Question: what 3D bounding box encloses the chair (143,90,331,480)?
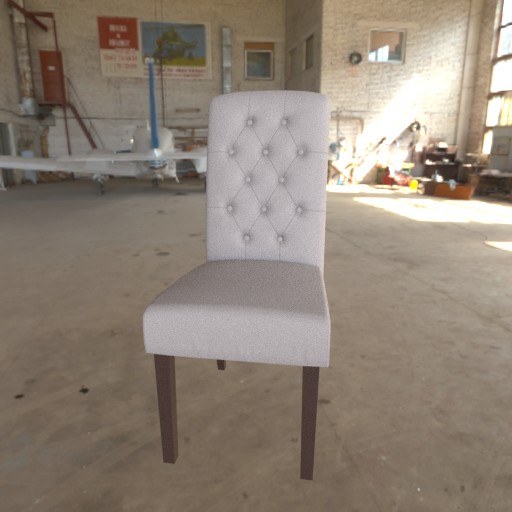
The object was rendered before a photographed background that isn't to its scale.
[{"bbox_3d":[0.000,0.000,1.347,0.456,1.006,0.671,2,14,9],"label":"chair"}]
